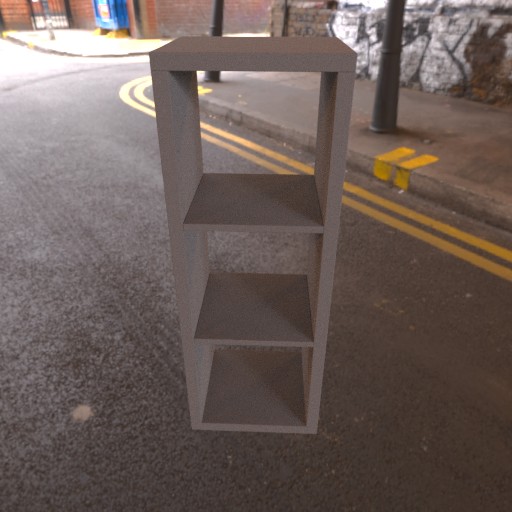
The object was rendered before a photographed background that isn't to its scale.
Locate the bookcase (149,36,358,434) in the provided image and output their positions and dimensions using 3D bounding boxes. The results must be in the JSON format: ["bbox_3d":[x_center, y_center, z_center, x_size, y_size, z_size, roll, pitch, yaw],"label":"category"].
[{"bbox_3d":[0.000,0.000,1.244,0.390,1.080,0.330,1,31,2],"label":"bookcase"}]
